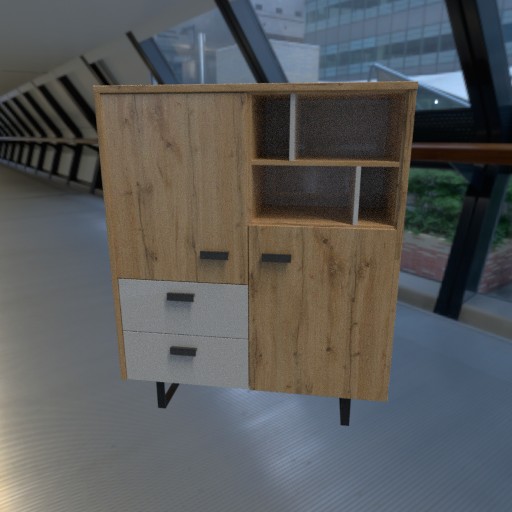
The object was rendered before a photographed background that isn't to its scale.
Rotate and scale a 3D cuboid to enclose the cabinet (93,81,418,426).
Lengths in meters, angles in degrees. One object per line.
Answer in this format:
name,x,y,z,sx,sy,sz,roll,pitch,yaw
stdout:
cabinet,0.000,0.000,1.972,1.168,1.397,0.473,2,16,8
